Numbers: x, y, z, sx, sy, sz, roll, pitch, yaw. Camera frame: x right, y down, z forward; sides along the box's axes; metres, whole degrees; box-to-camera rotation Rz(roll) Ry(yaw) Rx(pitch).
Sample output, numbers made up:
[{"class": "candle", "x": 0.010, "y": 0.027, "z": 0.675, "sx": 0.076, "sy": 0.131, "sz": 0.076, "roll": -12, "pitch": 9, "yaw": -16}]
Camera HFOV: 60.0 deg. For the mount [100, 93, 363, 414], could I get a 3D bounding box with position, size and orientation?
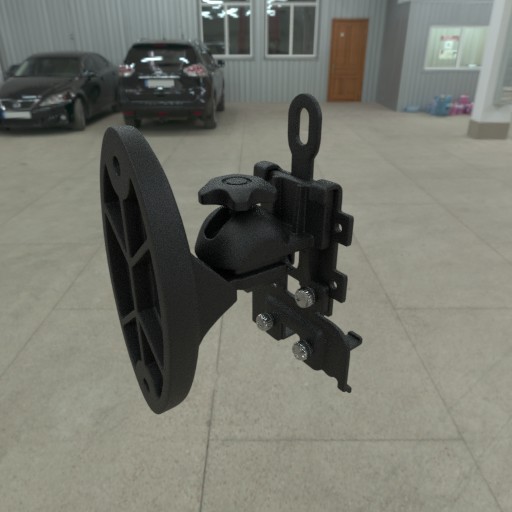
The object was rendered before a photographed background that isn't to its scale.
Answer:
[{"class": "mount", "x": 0.000, "y": 0.000, "z": 0.174, "sx": 0.100, "sy": 0.118, "sz": 0.066, "roll": -17, "pitch": 30, "yaw": -32}]
